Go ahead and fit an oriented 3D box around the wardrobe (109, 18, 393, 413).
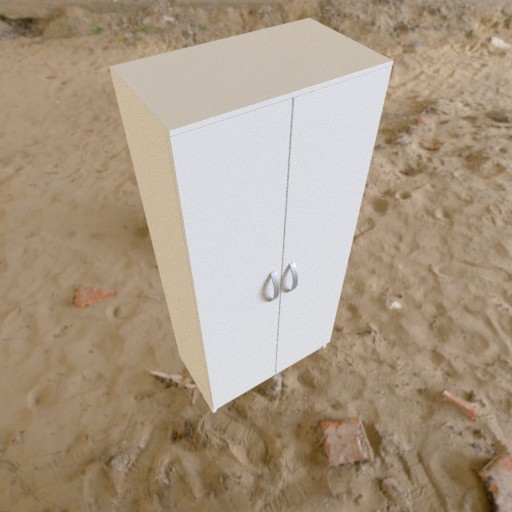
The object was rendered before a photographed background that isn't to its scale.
[{"bbox_3d":[0.000,0.000,1.972,0.760,1.700,0.470,-25,52,-21],"label":"wardrobe"}]
